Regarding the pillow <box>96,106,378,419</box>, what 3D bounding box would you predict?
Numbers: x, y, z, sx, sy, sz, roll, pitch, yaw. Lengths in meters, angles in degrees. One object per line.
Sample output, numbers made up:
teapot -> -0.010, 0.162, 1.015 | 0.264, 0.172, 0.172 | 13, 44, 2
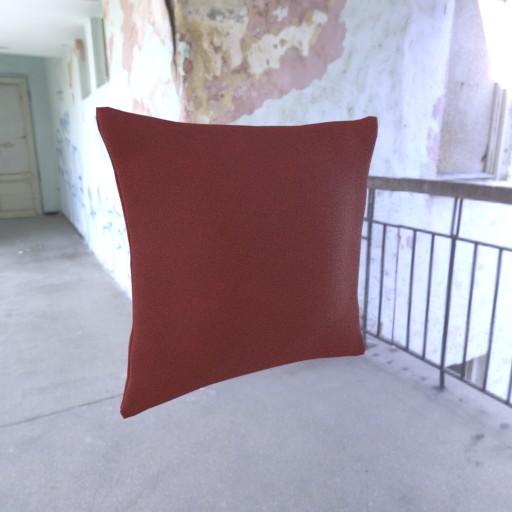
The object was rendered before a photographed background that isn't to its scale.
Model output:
pillow -> 0.000, 0.000, 0.671 | 0.435, 0.416, 0.151 | -7, 16, -26
